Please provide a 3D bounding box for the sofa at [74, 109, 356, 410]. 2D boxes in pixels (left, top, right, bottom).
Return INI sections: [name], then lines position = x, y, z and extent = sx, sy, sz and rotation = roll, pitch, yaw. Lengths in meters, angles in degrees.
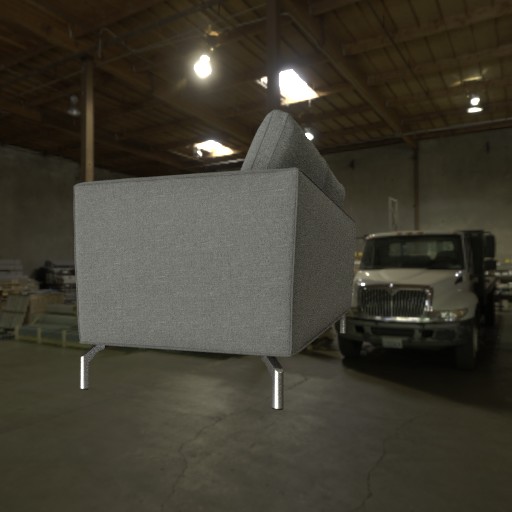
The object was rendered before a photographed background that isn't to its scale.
[sofa]
position = 0.000, 0.000, 2.113
extent = 0.803, 0.924, 1.594
rotation = 0, -1, 18
